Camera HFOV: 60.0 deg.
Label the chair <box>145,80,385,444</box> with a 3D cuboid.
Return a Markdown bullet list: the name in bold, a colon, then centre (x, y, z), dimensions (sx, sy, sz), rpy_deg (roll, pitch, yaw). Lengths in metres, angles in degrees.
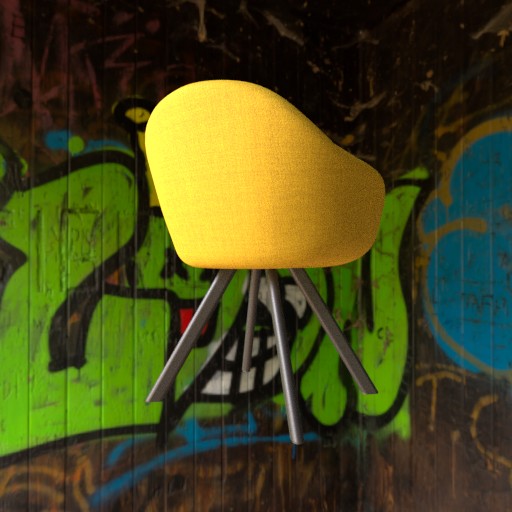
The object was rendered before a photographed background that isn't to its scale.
- **chair**: centre (0.000, 0.000, 1.219), dimensions (0.590, 0.795, 0.550), rpy_deg (0, -1, 36)
